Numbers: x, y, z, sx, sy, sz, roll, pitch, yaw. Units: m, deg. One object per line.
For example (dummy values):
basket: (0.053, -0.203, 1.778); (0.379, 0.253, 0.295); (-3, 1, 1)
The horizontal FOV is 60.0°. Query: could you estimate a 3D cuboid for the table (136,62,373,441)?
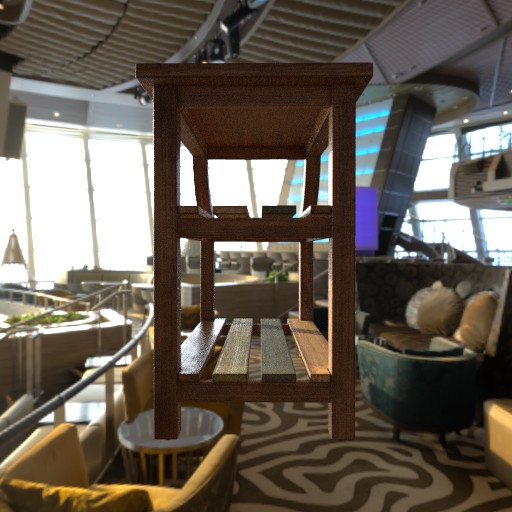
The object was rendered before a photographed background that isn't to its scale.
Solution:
table: (0.000, 0.000, 0.969); (0.356, 0.584, 0.609); (0, 1, 1)
